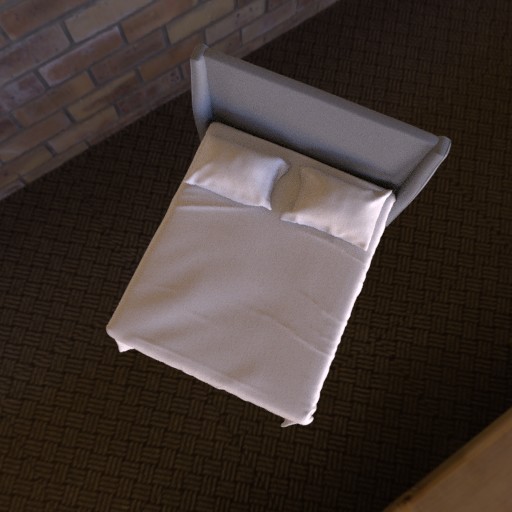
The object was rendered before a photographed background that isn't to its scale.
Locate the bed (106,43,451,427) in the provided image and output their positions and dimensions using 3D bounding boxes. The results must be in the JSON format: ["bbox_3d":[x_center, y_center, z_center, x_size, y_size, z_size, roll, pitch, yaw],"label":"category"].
[{"bbox_3d":[0.000,0.000,3.456,1.925,1.332,2.276,23,78,5],"label":"bed"}]
